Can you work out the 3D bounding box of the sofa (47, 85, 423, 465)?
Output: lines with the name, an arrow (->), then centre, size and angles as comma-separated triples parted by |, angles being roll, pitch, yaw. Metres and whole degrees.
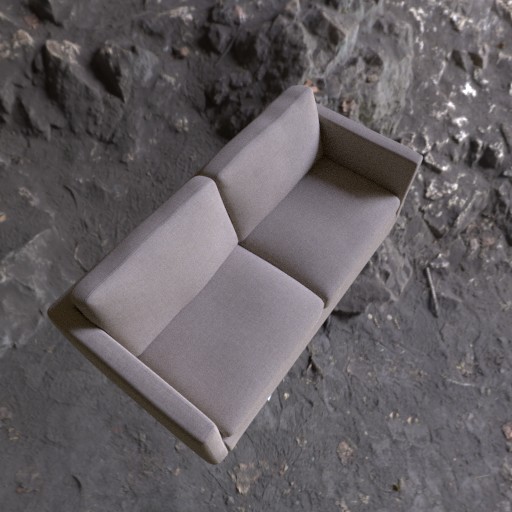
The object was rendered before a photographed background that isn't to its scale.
sofa -> 0.000, 0.000, 2.416 | 0.951, 0.947, 1.884 | 33, 64, 18
